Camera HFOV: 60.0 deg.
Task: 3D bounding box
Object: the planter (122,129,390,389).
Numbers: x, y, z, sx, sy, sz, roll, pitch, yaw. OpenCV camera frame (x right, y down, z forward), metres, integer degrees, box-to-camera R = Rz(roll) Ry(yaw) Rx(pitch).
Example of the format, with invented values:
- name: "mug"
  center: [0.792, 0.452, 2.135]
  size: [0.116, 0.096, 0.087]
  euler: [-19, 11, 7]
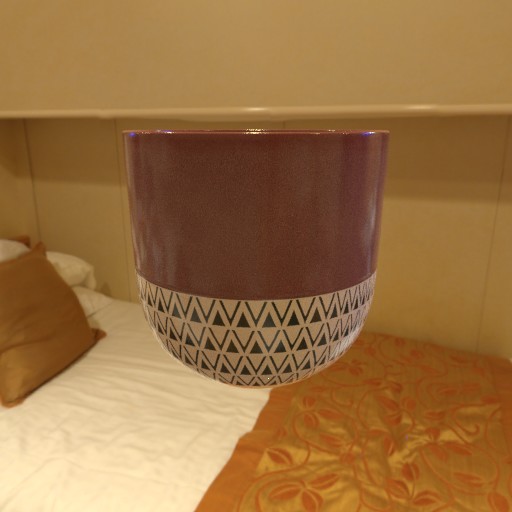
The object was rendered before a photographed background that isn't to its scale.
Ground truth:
- name: "planter"
  center: [0.000, 0.000, 0.495]
  size: [0.266, 0.270, 0.266]
  euler: [0, 16, 0]
